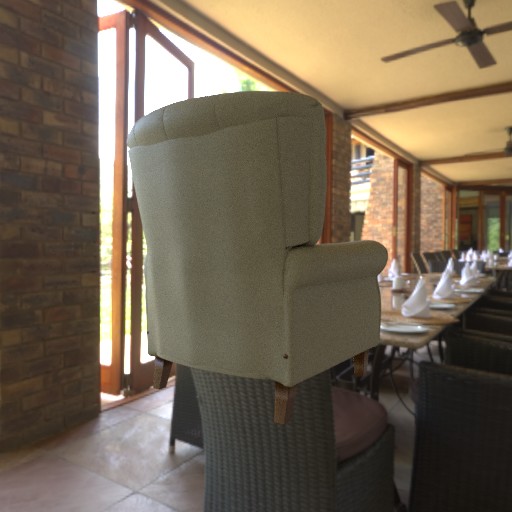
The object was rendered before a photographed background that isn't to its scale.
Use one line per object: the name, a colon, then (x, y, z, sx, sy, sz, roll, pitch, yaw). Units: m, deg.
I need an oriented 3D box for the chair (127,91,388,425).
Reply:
chair: (0.000, 0.000, 1.977, 0.943, 1.158, 1.059, 1, 2, 37)
